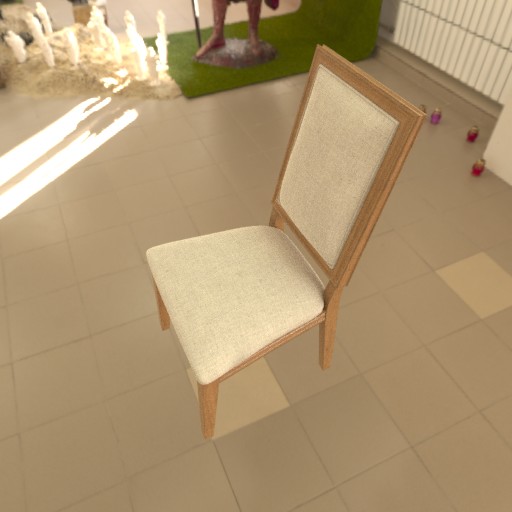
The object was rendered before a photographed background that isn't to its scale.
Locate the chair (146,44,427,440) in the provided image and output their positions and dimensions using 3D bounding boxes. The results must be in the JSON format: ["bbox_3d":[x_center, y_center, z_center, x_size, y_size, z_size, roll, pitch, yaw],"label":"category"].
[{"bbox_3d":[0.000,0.000,1.323,0.601,0.988,0.536,-19,49,-17],"label":"chair"}]
